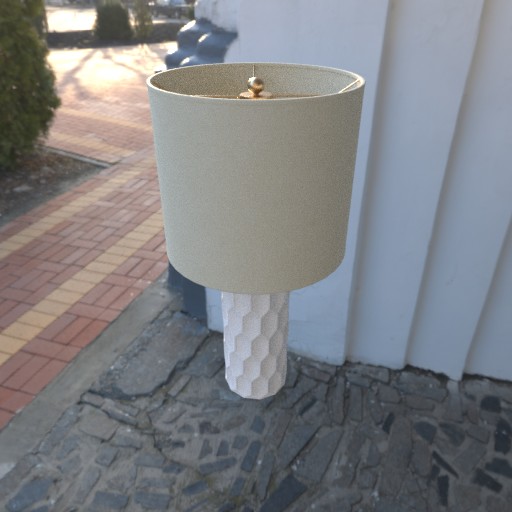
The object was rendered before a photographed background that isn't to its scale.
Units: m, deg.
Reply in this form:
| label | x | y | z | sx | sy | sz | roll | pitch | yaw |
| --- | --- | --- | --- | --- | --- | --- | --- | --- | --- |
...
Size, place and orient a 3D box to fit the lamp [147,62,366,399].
| label | x | y | z | sx | sy | sz | roll | pitch | yaw |
| --- | --- | --- | --- | --- | --- | --- | --- | --- | --- |
| lamp | 0.000 | 0.000 | 0.709 | 0.277 | 0.537 | 0.277 | 21 | 37 | 31 |
